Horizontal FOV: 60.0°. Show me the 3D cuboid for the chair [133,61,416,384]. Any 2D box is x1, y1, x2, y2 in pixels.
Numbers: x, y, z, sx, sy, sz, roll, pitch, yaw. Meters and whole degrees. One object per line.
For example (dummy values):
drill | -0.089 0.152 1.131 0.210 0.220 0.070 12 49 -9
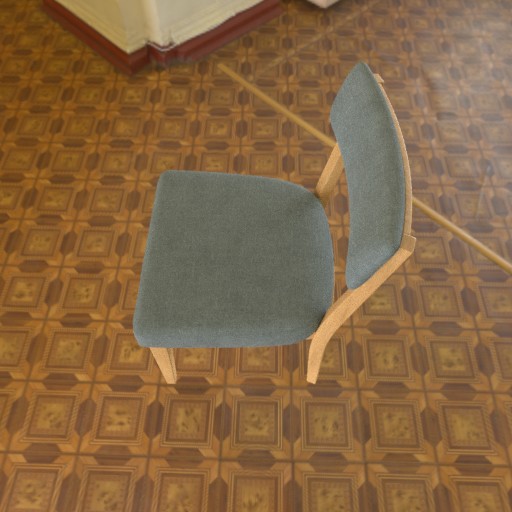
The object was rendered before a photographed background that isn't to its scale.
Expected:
chair | 0.000 0.000 1.171 0.572 0.832 0.508 1 58 1
